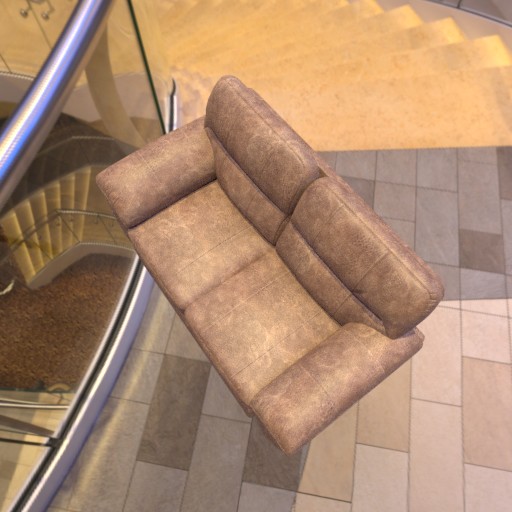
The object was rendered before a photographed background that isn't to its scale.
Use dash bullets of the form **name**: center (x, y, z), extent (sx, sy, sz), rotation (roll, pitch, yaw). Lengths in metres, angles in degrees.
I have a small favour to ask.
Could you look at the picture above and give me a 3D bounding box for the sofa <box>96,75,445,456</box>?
- **sofa**: center (0.000, 0.000, 2.364), extent (0.991, 0.991, 1.753), rotation (-34, 69, -15)
